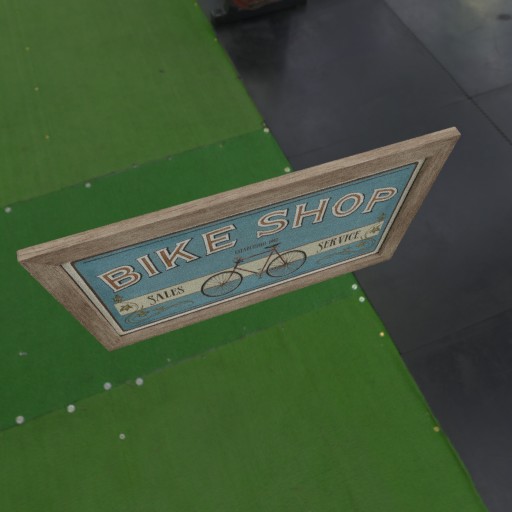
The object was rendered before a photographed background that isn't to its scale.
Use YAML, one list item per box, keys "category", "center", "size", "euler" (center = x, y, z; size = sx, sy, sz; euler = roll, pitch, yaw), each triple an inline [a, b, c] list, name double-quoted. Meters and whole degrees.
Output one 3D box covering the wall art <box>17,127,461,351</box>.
- category: "wall art"
  center: [0.000, 0.000, 0.954]
  size: [0.780, 0.480, 0.021]
  euler: [-17, 63, -9]
